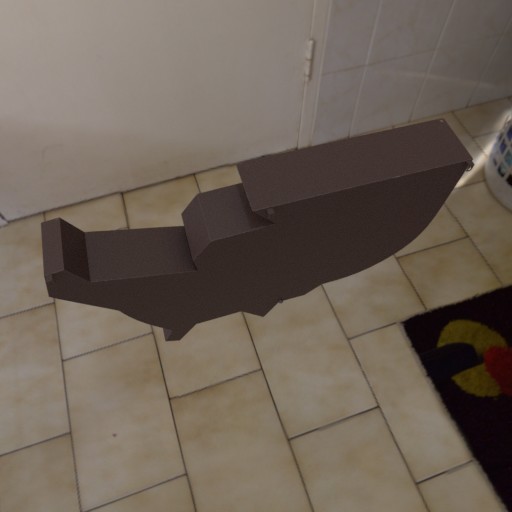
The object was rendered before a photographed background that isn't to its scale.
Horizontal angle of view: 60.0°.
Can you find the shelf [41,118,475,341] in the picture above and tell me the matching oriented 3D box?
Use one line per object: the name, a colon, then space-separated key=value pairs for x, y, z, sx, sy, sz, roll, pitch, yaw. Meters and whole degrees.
shelf: x=0.000 y=0.000 z=0.897 sx=0.729 sy=0.439 sz=0.112 roll=-14 pitch=61 yaw=-8
